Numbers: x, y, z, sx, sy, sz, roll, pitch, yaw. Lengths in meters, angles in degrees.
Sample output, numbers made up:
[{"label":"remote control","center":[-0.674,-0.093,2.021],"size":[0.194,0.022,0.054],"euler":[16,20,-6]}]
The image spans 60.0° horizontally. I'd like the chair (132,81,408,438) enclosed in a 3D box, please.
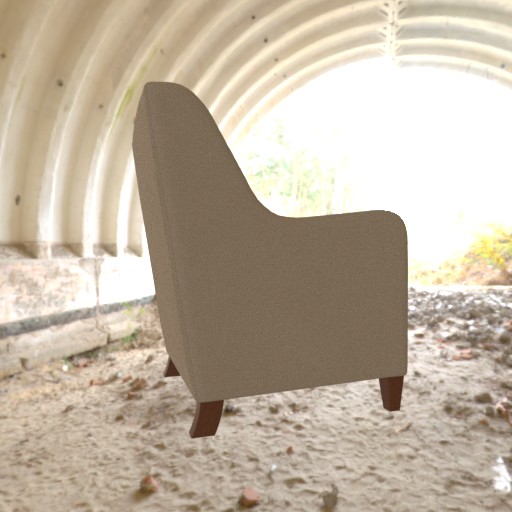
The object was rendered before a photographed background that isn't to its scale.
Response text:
[{"label":"chair","center":[0.000,0.000,1.647],"size":[0.863,1.010,0.715],"euler":[0,0,-18]}]
